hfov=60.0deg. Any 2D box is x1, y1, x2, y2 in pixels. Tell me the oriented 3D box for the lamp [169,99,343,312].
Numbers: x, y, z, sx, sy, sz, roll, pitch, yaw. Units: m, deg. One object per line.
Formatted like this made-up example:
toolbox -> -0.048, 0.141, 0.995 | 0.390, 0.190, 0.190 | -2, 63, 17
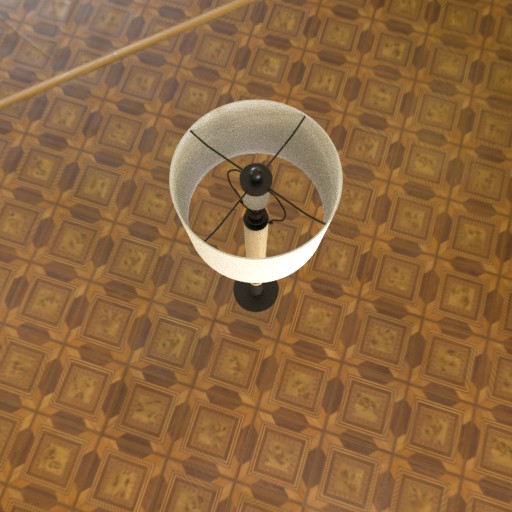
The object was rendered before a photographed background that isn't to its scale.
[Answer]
lamp -> 0.000, 0.000, 1.667 | 0.381, 1.478, 0.381 | 17, 76, 4
